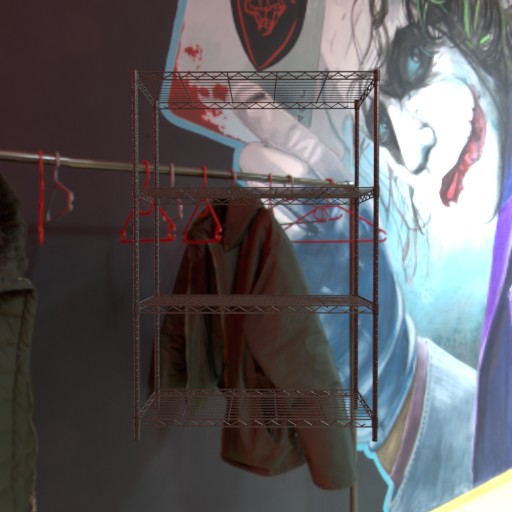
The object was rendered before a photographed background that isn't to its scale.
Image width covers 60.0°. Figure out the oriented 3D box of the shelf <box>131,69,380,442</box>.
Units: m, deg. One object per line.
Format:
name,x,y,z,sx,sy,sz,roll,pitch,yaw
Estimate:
shelf,0.000,0.000,1.794,0.907,1.361,0.352,0,1,0
